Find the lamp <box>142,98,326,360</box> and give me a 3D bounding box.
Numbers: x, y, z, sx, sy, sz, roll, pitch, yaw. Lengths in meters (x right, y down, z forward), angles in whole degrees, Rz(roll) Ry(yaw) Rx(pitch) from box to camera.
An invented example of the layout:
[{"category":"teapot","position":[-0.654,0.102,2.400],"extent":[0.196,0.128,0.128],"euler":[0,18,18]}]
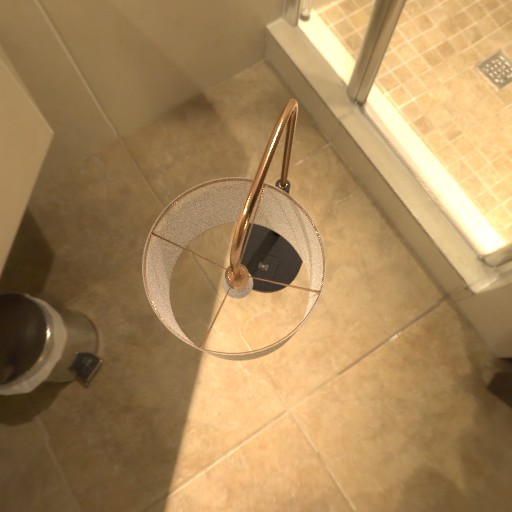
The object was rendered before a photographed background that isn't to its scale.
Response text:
[{"category":"lamp","position":[0.000,0.000,0.706],"extent":[0.199,0.540,0.337],"euler":[19,76,5]}]
